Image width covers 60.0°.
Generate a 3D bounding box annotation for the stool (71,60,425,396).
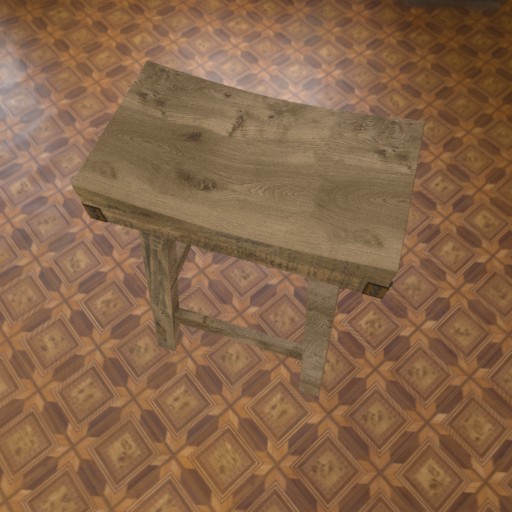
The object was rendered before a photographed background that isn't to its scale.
[{"bbox_3d":[0.000,0.000,0.899,0.450,0.635,0.330,15,64,8],"label":"stool"}]
